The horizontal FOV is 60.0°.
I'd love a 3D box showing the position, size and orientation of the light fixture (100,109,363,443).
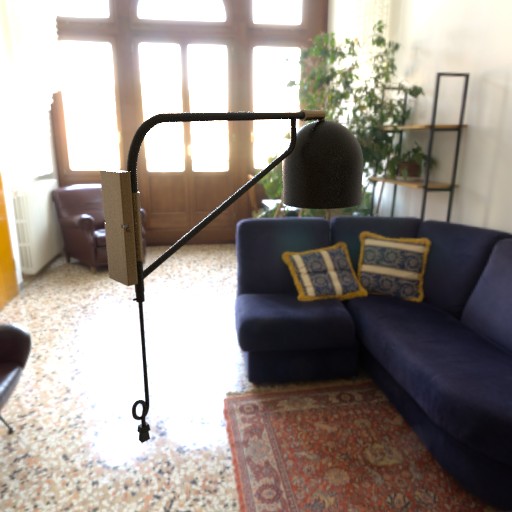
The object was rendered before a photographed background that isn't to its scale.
[{"bbox_3d":[0.000,0.000,1.077,0.720,0.696,0.215,-14,20,-43],"label":"light fixture"}]
